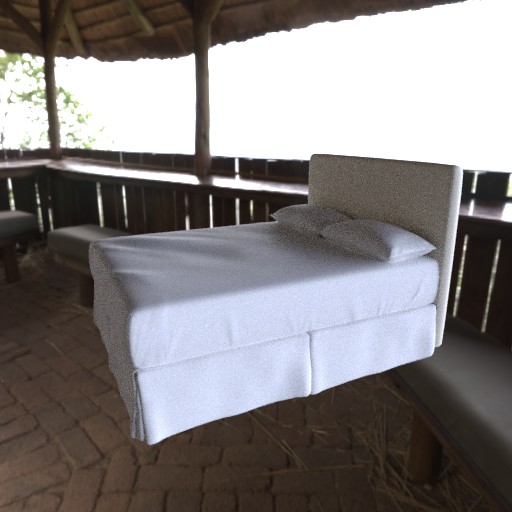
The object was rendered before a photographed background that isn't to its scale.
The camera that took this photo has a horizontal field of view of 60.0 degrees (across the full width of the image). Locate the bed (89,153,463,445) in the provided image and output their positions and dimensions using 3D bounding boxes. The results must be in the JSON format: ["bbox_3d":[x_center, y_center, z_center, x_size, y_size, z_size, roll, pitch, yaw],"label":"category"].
[{"bbox_3d":[0.000,0.000,3.174,2.147,1.330,1.714,-8,18,-25],"label":"bed"}]
